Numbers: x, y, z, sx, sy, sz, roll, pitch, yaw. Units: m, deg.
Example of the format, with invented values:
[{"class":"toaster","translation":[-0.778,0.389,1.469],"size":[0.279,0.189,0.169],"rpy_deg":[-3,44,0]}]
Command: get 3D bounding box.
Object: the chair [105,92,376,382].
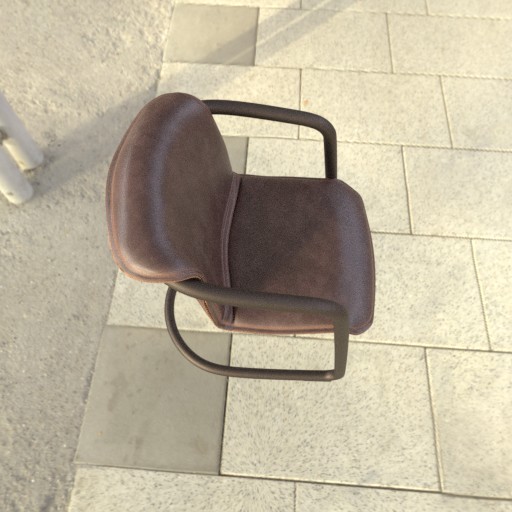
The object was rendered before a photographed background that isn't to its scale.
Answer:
[{"class":"chair","translation":[0.000,0.000,1.262],"size":[0.664,0.836,0.536],"rpy_deg":[1,63,1]}]
